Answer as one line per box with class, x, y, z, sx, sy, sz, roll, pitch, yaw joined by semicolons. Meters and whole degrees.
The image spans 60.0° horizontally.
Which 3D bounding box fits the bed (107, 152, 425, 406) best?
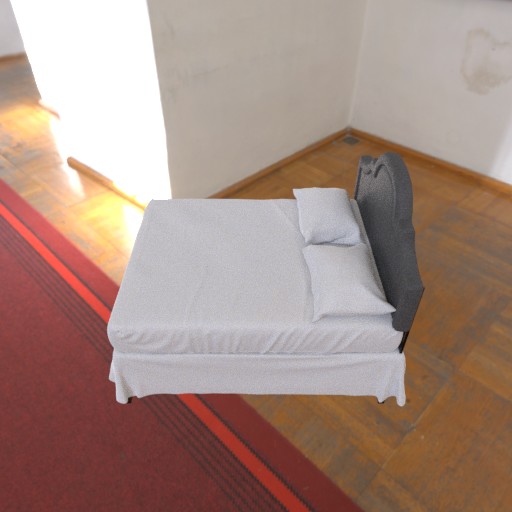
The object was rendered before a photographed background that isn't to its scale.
bed;0.000;0.000;3.433;2.222;1.634;1.780;0;41;0
